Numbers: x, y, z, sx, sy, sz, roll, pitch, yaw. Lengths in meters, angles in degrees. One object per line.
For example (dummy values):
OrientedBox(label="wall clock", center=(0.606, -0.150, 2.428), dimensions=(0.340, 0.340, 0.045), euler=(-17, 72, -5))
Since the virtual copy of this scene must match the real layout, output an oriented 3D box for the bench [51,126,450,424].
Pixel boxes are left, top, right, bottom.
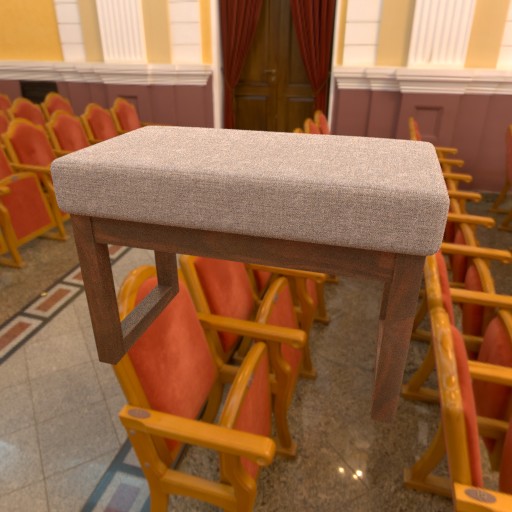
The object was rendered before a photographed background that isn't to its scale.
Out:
OrientedBox(label="bench", center=(0.000, 0.000, 0.960), dimensions=(0.681, 0.467, 0.366), euler=(7, 28, 15))
